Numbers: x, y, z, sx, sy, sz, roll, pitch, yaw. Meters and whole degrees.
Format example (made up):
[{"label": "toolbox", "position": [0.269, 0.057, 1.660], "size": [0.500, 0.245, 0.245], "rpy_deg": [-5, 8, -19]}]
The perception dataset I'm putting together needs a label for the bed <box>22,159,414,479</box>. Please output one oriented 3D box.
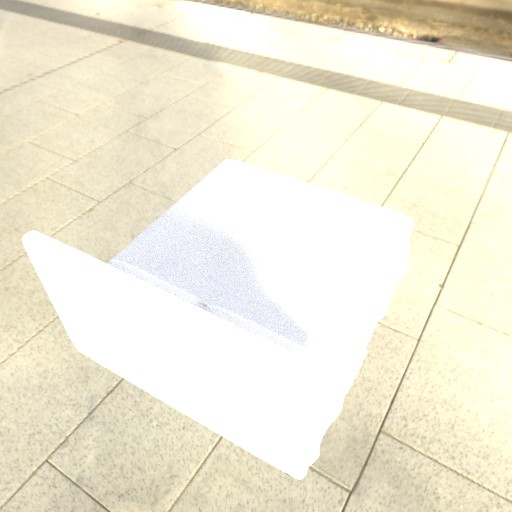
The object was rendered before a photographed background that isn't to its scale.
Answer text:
[{"label": "bed", "position": [0.000, 0.000, 3.533], "size": [2.119, 1.317, 2.341], "rpy_deg": [22, 49, 21]}]
